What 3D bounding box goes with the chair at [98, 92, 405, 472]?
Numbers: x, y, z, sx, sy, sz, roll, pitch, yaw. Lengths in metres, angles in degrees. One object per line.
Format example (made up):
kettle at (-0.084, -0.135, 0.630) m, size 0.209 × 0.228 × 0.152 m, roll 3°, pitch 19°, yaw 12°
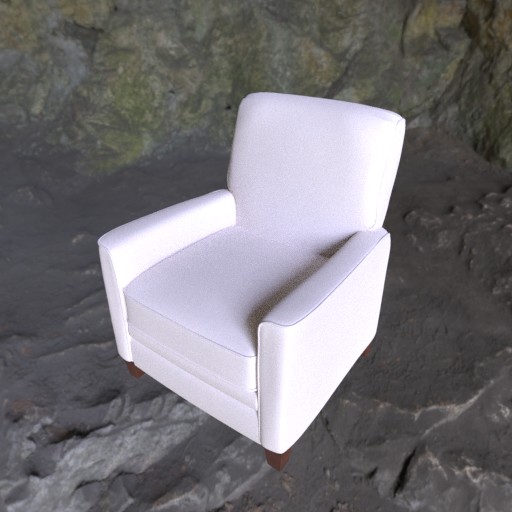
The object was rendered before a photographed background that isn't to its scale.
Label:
chair at (0.000, 0.000, 1.650) m, size 0.841 × 1.028 × 0.858 m, roll 20°, pitch 35°, yaw 31°
